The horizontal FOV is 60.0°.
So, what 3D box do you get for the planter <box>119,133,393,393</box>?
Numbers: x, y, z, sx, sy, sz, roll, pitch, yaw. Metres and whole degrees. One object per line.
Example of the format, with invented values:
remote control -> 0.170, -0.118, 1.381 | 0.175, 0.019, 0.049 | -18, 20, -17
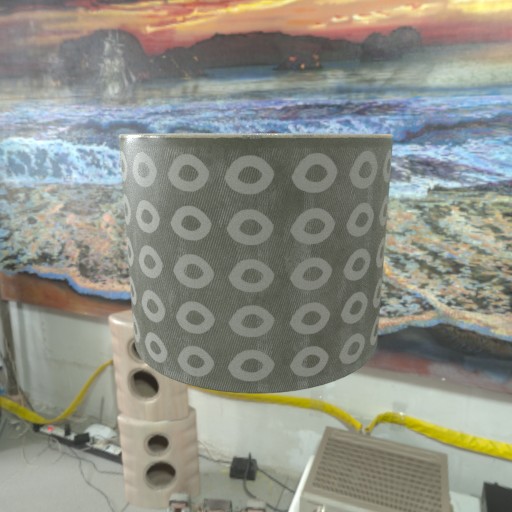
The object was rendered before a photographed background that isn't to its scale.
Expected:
planter -> 0.000, 0.000, 0.452 | 0.250, 0.239, 0.250 | 0, 15, 0
